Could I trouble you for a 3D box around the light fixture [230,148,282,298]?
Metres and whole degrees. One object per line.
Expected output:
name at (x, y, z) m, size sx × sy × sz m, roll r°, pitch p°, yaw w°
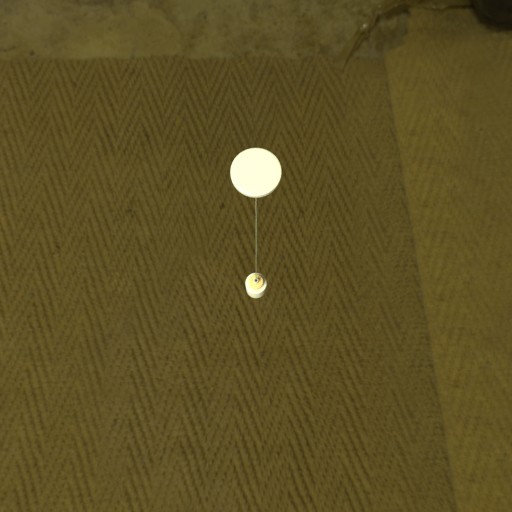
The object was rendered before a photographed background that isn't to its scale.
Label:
light fixture at (0.000, 0.000, 1.954) m, size 0.125 × 1.798 × 0.125 m, roll -21°, pitch 78°, yaw -5°
